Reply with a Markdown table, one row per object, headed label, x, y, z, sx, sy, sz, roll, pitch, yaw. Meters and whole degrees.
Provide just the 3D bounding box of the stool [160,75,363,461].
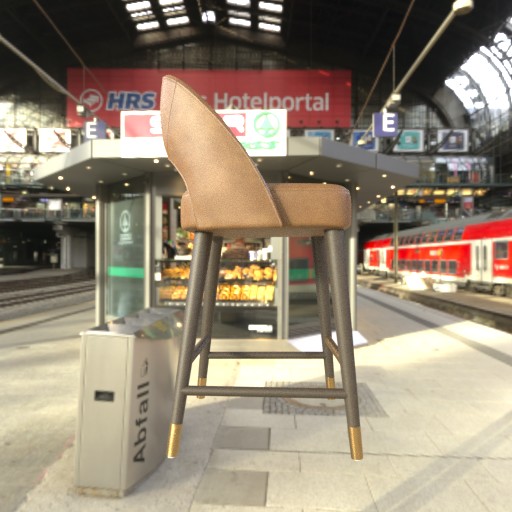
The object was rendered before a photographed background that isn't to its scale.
| label | x | y | z | sx | sy | sz | roll | pitch | yaw |
| --- | --- | --- | --- | --- | --- | --- | --- | --- | --- |
| stool | 0.000 | 0.000 | 1.246 | 0.509 | 0.940 | 0.494 | 0 | 0 | 2 |
